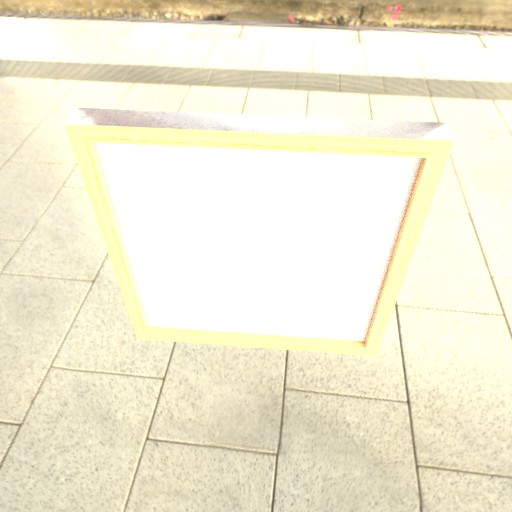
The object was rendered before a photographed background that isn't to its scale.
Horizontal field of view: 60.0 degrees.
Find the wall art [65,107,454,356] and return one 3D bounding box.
[{"bbox_3d":[0.000,0.000,0.462,0.303,0.303,0.028,3,46,3],"label":"wall art"}]
